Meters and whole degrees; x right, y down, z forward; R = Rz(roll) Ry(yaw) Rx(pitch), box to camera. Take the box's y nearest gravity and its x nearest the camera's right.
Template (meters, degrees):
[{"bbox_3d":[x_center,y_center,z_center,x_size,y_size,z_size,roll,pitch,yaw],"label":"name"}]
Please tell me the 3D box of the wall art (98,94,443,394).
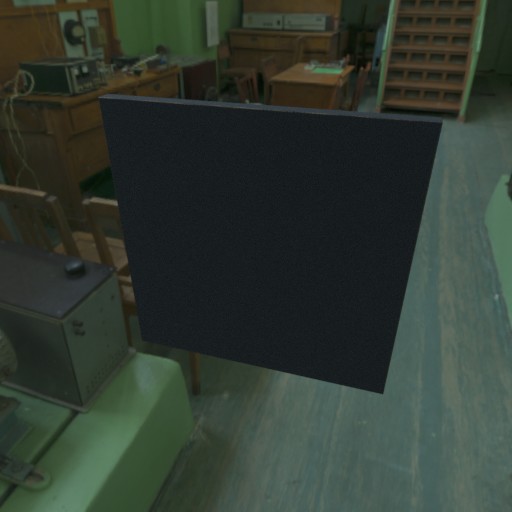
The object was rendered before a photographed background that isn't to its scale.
[{"bbox_3d":[0.000,0.000,1.162,0.762,0.762,0.038,9,33,14],"label":"wall art"}]
